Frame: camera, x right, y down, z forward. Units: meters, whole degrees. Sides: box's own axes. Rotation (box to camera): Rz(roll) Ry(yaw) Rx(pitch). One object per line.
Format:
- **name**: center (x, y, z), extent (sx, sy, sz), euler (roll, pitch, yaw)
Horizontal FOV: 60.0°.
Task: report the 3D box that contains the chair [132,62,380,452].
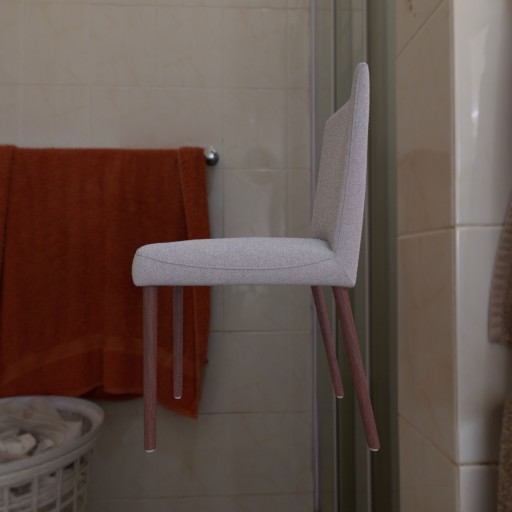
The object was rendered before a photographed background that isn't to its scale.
- **chair**: center (0.000, 0.000, 1.168), extent (0.570, 0.859, 0.456), euler (0, -1, -1)
